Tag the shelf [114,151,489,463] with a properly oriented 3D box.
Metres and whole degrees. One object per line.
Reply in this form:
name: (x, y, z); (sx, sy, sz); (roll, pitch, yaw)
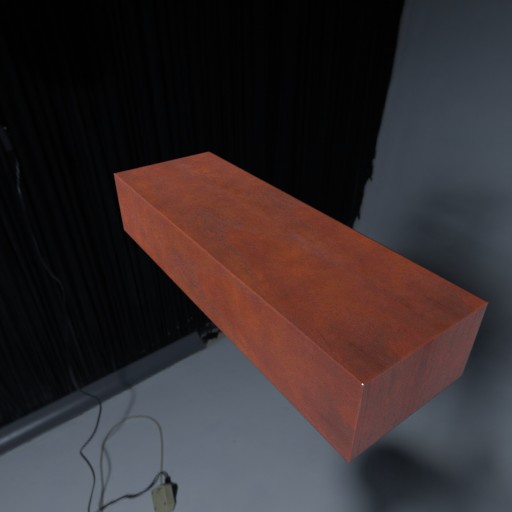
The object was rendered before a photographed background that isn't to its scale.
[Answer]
shelf: (0.000, 0.000, 0.515); (0.152, 0.088, 0.457); (-21, 38, -30)
